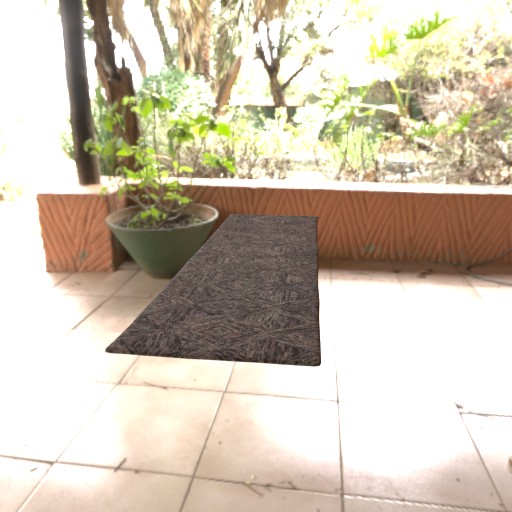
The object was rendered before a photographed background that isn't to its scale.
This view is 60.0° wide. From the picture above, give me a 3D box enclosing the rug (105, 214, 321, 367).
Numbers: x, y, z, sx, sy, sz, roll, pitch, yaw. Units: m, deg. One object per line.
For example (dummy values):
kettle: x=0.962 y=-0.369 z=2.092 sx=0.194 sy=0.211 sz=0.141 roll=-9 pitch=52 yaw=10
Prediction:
rug: x=0.000 y=0.000 z=2.497 sx=0.719 sy=0.013 sz=2.305 roll=2 pitch=17 yaw=7
